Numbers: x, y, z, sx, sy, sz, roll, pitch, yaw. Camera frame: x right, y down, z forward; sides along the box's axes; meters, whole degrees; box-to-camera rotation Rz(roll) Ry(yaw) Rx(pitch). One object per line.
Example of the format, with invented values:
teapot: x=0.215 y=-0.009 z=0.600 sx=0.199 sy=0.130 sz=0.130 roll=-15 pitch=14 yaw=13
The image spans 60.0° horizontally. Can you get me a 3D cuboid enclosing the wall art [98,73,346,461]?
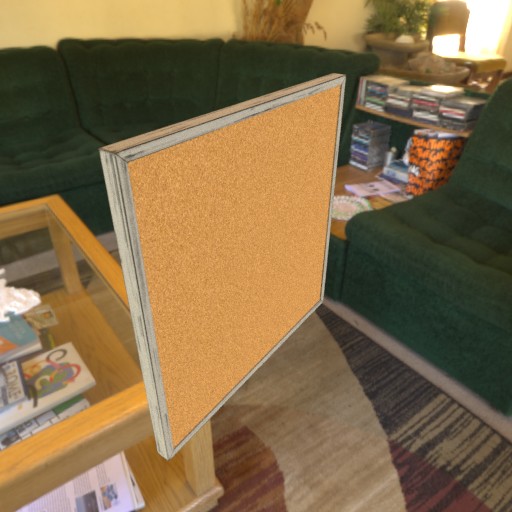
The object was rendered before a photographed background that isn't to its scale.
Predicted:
wall art: x=0.000 y=0.000 z=1.126 sx=0.037 sy=0.761 sz=0.761 roll=21 pitch=38 yaw=30
